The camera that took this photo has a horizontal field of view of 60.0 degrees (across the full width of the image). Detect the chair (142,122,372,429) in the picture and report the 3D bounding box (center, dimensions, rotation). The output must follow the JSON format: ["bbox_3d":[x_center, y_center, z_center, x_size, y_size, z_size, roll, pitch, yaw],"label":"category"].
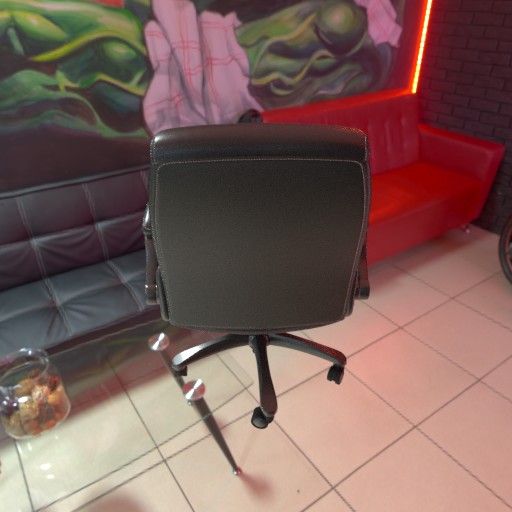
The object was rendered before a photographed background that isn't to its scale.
[{"bbox_3d":[0.000,0.000,1.629,0.782,1.110,0.724,-1,31,-2],"label":"chair"}]
